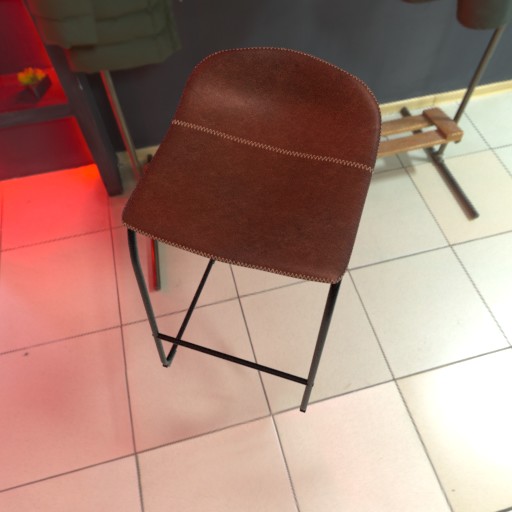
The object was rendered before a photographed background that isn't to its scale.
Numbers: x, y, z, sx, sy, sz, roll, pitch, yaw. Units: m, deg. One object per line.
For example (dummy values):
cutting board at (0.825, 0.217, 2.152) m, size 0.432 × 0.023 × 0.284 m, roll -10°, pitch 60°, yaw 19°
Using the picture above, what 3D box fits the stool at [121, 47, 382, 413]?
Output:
stool at (0.000, 0.000, 1.102) m, size 0.454 × 0.830 × 0.473 m, roll 15°, pitch 60°, yaw 9°
